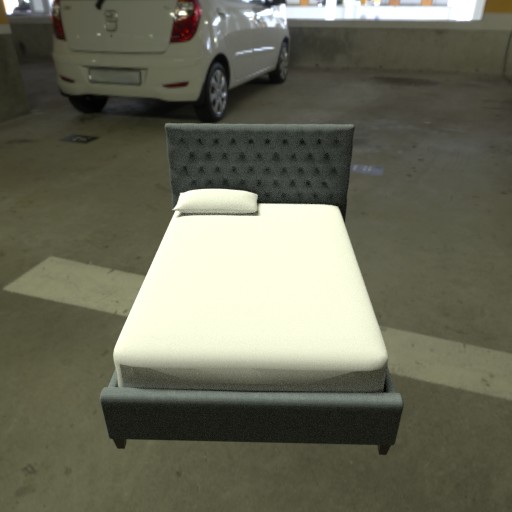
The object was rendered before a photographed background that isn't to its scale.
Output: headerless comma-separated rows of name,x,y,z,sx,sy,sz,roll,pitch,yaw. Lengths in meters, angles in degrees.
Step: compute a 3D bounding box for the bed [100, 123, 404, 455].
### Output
bed,0.000,0.000,3.308,1.698,1.411,2.335,1,30,1
